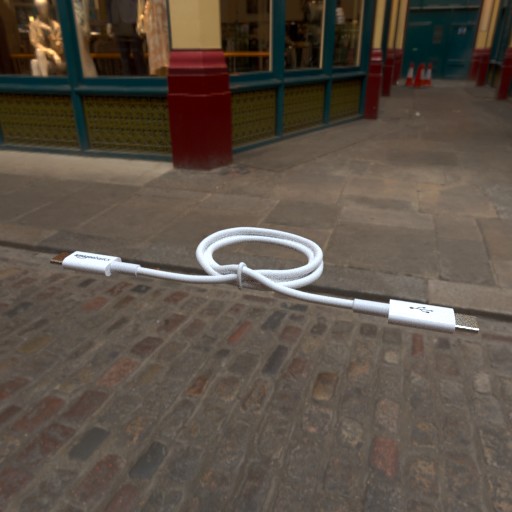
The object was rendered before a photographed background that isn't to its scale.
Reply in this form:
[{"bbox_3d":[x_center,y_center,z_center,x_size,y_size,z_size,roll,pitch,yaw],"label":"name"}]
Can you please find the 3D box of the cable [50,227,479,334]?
[{"bbox_3d":[0.000,0.000,0.228,0.203,0.014,0.070,8,27,15],"label":"cable"}]
